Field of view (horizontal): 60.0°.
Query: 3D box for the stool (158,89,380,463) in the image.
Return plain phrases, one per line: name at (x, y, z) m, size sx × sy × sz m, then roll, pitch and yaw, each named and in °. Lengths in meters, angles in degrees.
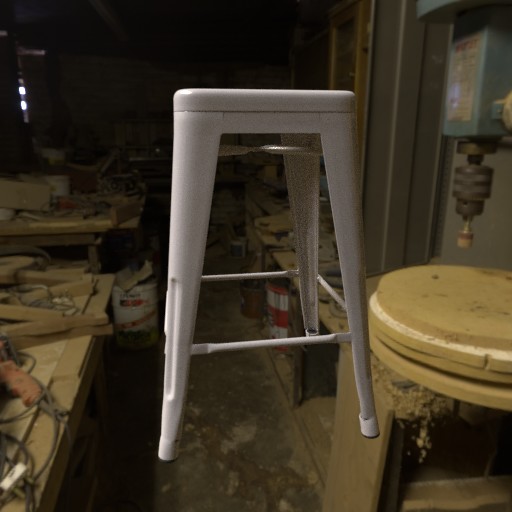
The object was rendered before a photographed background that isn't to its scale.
stool at (0.000, 0.000, 0.893) m, size 0.406 × 0.610 × 0.406 m, roll -3°, pitch 16°, yaw -9°
